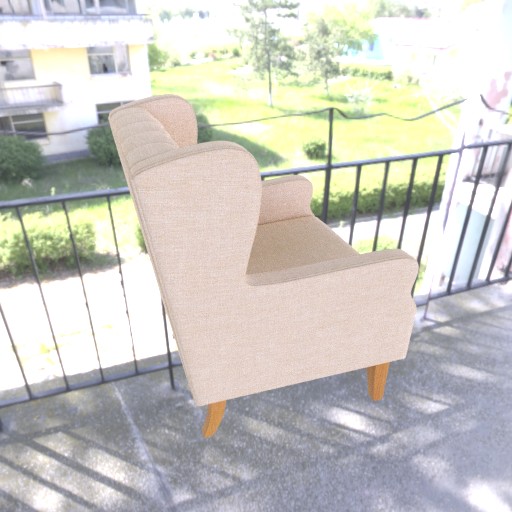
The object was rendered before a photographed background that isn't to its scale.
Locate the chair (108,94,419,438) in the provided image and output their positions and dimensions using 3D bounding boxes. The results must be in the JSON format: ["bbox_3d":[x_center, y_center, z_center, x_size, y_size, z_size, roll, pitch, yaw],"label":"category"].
[{"bbox_3d":[0.000,0.000,1.448,0.760,0.930,0.710,-10,32,-17],"label":"chair"}]
